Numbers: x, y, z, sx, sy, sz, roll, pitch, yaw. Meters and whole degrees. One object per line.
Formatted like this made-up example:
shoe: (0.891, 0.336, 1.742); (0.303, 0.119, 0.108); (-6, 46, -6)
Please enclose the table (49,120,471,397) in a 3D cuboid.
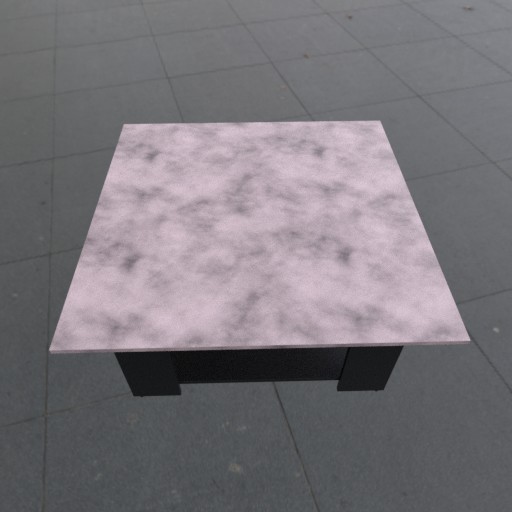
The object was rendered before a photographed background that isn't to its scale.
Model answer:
table: (0.000, 0.000, 1.042); (0.670, 0.305, 0.670); (-1, 47, -1)
